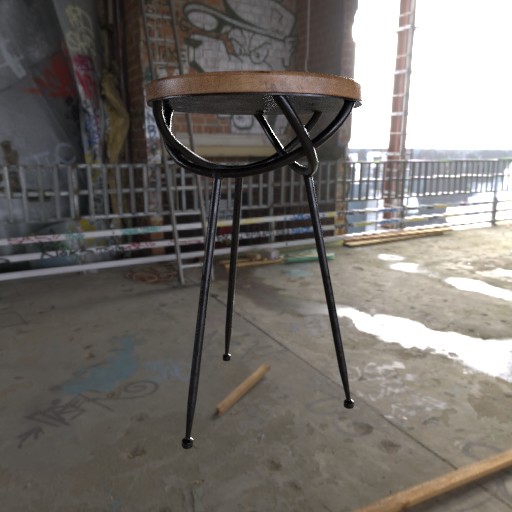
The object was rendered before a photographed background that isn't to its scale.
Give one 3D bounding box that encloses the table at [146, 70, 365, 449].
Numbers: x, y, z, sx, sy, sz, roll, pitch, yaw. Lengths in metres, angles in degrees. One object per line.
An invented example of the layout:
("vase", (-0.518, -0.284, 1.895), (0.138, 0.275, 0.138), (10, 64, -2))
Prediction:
("table", (0.000, 0.000, 0.933), (0.414, 0.664, 0.418), (-2, 14, -8))
